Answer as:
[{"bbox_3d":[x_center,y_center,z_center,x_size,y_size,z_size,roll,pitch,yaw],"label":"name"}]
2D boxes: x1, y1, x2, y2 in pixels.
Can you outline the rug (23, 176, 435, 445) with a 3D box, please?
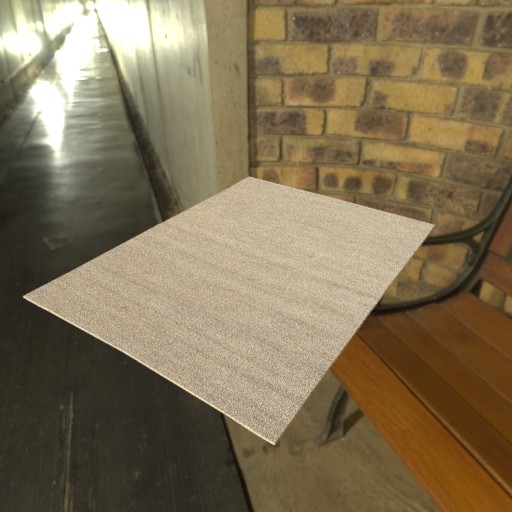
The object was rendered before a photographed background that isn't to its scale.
[{"bbox_3d":[0.000,0.000,4.710,2.757,0.051,3.626,20,37,29],"label":"rug"}]
